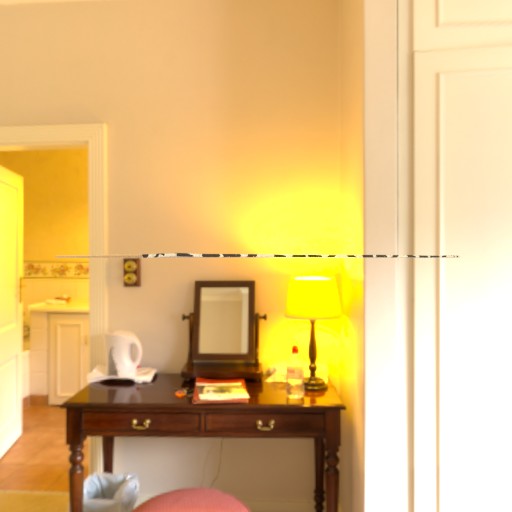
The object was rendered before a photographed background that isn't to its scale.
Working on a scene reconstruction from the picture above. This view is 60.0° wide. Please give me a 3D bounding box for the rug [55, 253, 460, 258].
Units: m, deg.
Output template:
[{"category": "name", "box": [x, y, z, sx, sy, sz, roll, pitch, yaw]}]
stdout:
[{"category": "rug", "box": [0.000, 0.000, 4.498, 3.369, 0.036, 2.444, 0, 0, -35]}]
